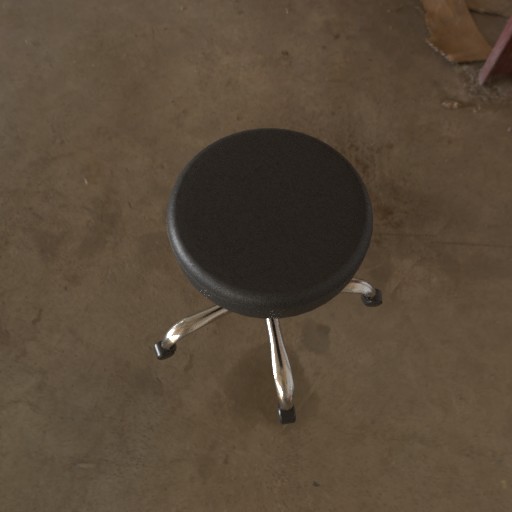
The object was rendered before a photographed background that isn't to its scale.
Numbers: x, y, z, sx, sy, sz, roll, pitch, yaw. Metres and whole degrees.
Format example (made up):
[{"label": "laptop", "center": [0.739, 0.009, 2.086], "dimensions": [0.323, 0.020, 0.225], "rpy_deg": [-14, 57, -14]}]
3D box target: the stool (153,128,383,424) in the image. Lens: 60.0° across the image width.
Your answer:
[{"label": "stool", "center": [0.000, 0.000, 1.117], "dimensions": [0.638, 0.576, 0.673], "rpy_deg": [37, 70, 16]}]
